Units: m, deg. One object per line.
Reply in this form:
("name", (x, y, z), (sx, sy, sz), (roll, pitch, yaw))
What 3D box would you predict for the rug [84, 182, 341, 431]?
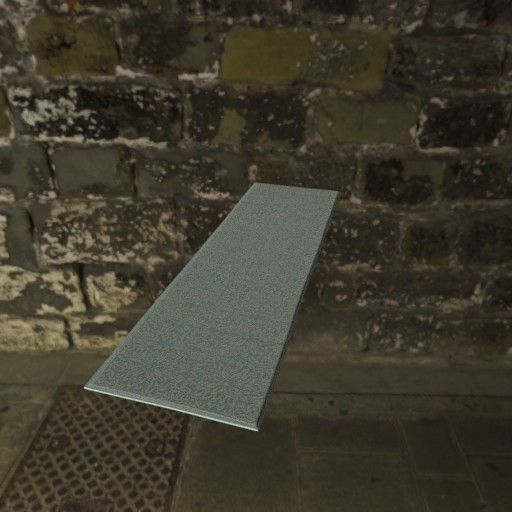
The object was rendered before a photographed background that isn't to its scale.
("rug", (0.000, 0.000, 2.440), (0.662, 0.011, 2.196), (8, 31, 14))
